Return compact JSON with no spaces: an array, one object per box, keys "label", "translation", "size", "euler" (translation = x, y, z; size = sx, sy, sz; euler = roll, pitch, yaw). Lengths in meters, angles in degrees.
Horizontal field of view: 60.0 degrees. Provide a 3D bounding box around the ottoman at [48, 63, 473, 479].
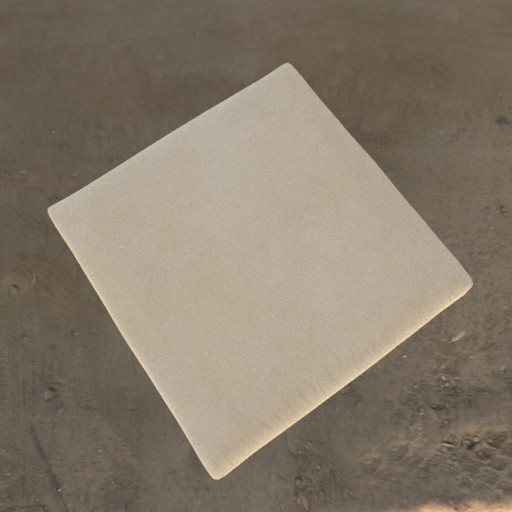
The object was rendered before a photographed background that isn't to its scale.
[{"label":"ottoman","translation":[0.000,0.000,1.828],"size":[1.190,0.522,1.205],"euler":[-34,78,-8]}]
